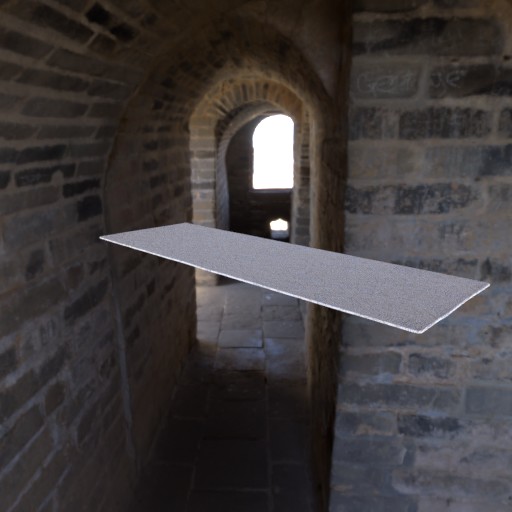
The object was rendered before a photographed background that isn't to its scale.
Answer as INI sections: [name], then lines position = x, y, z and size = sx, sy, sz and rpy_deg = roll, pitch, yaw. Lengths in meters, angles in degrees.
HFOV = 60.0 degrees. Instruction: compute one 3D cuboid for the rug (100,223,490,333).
[rug]
position = 0.000, 0.000, 2.711
size = 2.436, 0.013, 0.807
rpy_deg = 13, 20, 42
